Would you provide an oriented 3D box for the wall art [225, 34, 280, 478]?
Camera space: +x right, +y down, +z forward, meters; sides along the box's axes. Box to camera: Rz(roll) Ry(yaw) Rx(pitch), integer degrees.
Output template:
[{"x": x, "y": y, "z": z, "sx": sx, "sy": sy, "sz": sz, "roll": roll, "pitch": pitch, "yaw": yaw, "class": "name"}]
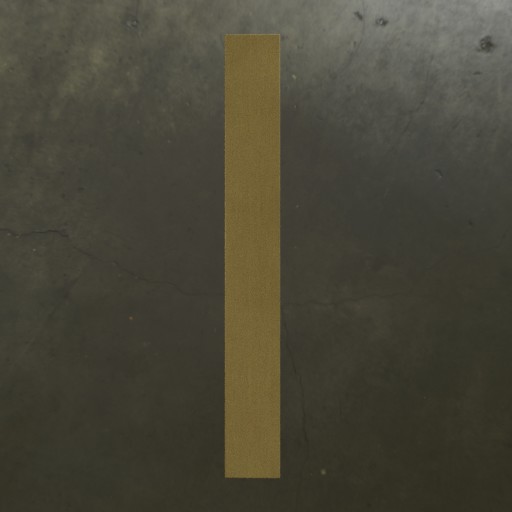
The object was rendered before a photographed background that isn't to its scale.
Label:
[{"x": 0.000, "y": 0.000, "z": 0.456, "sx": 0.038, "sy": 0.305, "sz": 0.305, "roll": 0, "pitch": 90, "yaw": 1, "class": "wall art"}]
